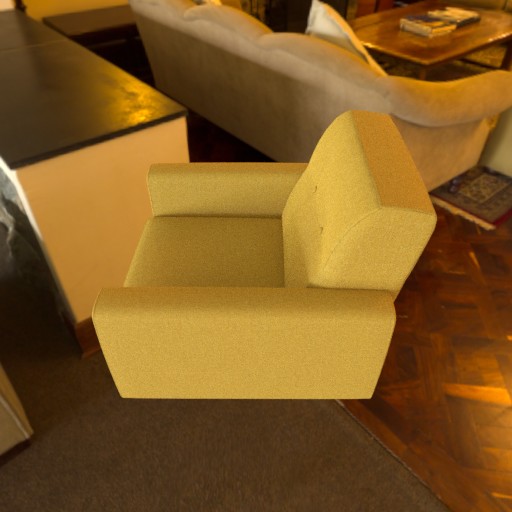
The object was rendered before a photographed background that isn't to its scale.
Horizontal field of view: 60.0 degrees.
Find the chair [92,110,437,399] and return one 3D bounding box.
[{"bbox_3d":[0.000,0.000,1.555,0.909,0.841,0.831,1,41,1],"label":"chair"}]
